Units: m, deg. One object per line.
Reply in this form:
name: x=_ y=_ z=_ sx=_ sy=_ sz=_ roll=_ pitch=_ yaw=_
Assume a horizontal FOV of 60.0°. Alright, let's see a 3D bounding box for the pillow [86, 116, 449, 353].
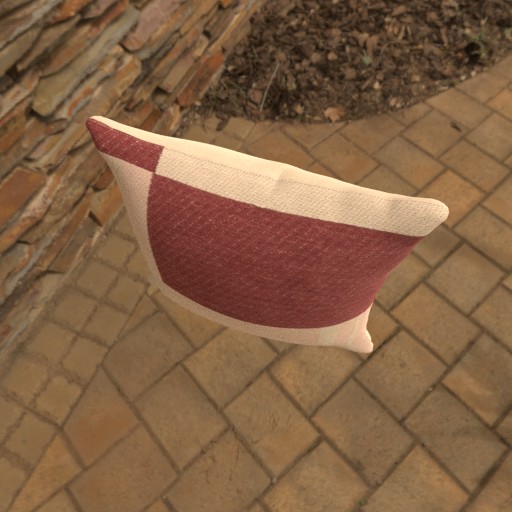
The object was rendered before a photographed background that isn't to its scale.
pillow: x=0.000 y=0.000 z=0.795 sx=0.536 sy=0.506 sz=0.229 roll=17 pitch=61 yaw=10
